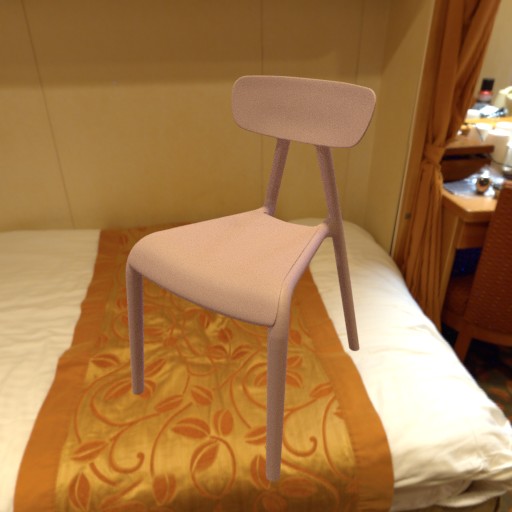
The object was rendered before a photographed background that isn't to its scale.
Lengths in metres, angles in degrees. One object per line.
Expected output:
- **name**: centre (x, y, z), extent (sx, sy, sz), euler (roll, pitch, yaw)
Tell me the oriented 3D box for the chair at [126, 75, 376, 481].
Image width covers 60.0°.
- **chair**: centre (0.000, 0.000, 0.828), extent (0.356, 0.580, 0.401), euler (19, 35, 30)
